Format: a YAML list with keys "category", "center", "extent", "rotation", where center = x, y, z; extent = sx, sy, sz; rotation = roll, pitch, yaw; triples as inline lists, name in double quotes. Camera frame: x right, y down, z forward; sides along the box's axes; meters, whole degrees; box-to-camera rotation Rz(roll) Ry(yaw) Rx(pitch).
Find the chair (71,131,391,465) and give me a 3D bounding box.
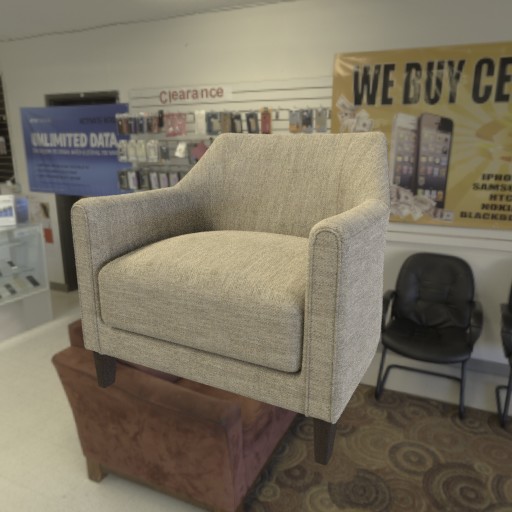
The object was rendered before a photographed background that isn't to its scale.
- category: "chair"
  center: [0.000, 0.000, 1.397]
  extent: [0.796, 0.761, 0.758]
  rotation: [8, 17, 27]
